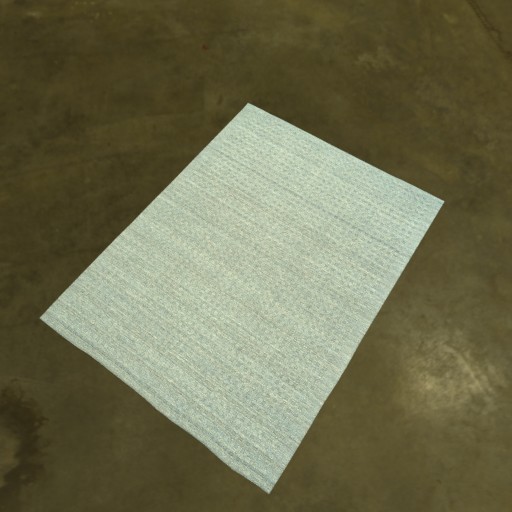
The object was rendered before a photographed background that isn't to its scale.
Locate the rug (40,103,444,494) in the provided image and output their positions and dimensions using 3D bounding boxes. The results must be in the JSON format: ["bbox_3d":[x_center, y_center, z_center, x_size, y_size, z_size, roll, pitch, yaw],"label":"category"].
[{"bbox_3d":[0.000,0.000,4.203,2.443,0.007,3.200,32,67,15],"label":"rug"}]
